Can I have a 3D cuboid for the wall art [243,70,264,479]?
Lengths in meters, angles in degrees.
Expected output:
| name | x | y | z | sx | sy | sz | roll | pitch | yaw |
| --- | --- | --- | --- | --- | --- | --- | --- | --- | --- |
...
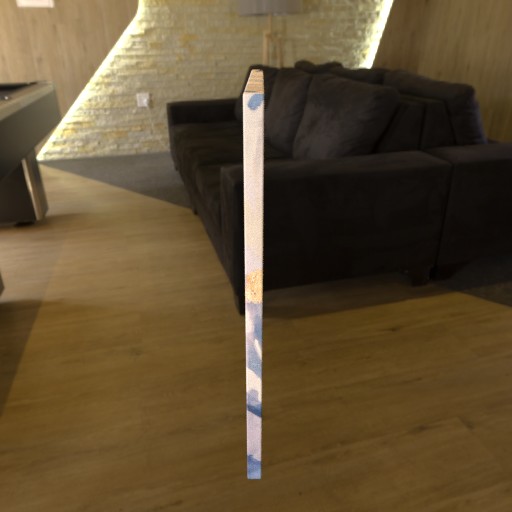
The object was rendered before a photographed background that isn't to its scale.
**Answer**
| name | x | y | z | sx | sy | sz | roll | pitch | yaw |
| --- | --- | --- | --- | --- | --- | --- | --- | --- | --- |
| wall art | 0.000 | 0.000 | 1.357 | 0.038 | 1.015 | 0.761 | 0 | 26 | 1 |
